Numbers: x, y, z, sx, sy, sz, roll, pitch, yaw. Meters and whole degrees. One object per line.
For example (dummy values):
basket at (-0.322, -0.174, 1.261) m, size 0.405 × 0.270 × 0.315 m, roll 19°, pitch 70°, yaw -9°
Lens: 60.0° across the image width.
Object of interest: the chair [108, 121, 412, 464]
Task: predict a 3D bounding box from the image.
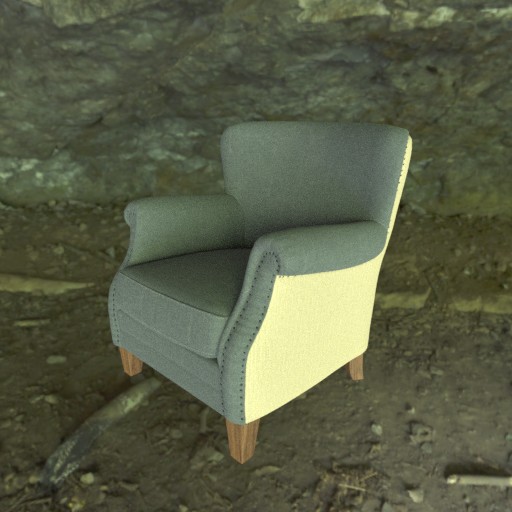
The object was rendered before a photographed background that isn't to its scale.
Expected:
chair at (0.000, 0.000, 1.637) m, size 0.861 × 0.936 × 0.921 m, roll 17°, pitch 25°, yaw 41°
